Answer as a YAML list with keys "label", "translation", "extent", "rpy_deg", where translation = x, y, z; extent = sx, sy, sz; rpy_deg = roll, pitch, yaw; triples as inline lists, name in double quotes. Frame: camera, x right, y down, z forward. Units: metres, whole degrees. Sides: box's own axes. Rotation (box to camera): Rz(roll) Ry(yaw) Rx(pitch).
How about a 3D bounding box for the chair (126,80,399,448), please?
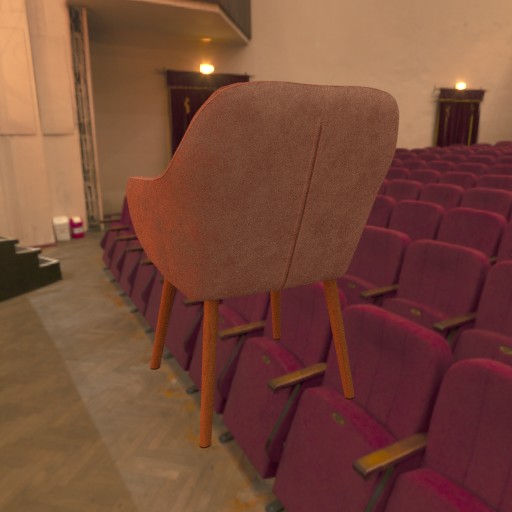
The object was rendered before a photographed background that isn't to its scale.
- label: "chair"
  translation: [0.000, 0.000, 1.212]
  extent: [0.610, 0.832, 0.570]
  rpy_deg: [-8, 17, -27]
